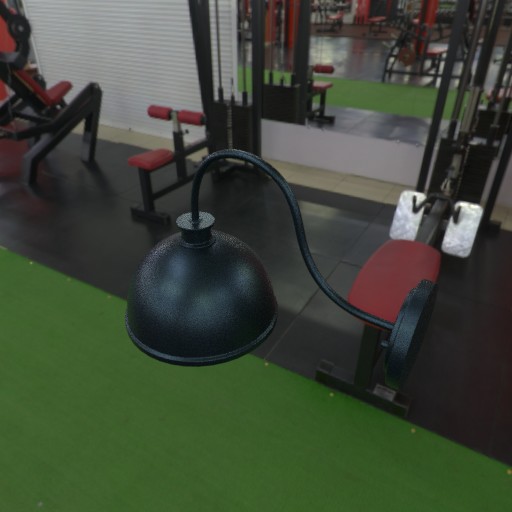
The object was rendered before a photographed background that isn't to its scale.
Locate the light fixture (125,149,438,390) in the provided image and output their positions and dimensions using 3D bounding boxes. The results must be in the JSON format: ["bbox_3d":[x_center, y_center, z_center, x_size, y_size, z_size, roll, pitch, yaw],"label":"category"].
[{"bbox_3d":[0.000,0.000,0.621,0.467,0.295,0.253,19,37,28],"label":"light fixture"}]
